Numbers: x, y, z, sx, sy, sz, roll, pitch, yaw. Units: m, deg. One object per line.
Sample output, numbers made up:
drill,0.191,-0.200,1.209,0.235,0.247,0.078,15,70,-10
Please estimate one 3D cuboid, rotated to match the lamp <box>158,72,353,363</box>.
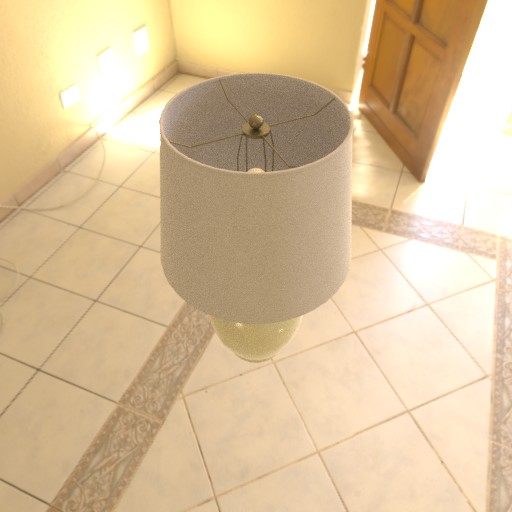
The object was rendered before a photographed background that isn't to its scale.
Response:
lamp,0.000,0.000,0.577,0.239,0.399,0.239,0,47,0
